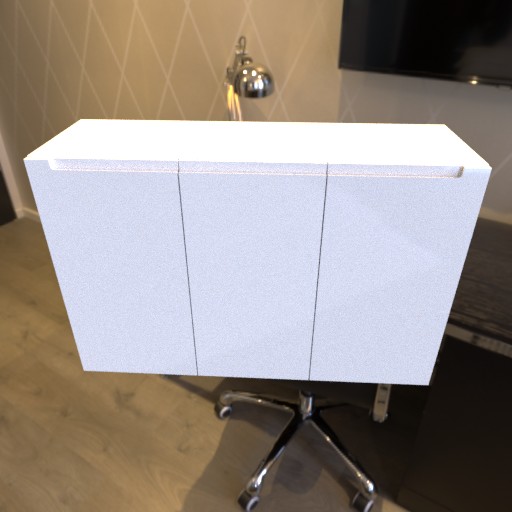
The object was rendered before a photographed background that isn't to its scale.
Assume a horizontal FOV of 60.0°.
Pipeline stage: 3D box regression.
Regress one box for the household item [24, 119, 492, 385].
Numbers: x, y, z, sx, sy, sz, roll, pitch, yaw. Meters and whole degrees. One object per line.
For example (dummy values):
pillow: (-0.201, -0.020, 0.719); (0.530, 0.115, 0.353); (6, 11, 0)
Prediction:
household item: (0.000, 0.000, 1.633); (1.300, 0.867, 0.420); (2, 32, 3)
